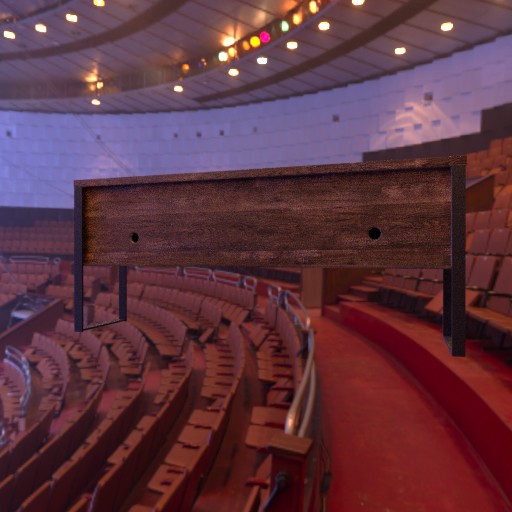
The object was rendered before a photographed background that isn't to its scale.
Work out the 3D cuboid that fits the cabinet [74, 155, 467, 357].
[{"bbox_3d":[0.000,0.000,2.139,1.800,0.762,0.395,0,0,18],"label":"cabinet"}]
